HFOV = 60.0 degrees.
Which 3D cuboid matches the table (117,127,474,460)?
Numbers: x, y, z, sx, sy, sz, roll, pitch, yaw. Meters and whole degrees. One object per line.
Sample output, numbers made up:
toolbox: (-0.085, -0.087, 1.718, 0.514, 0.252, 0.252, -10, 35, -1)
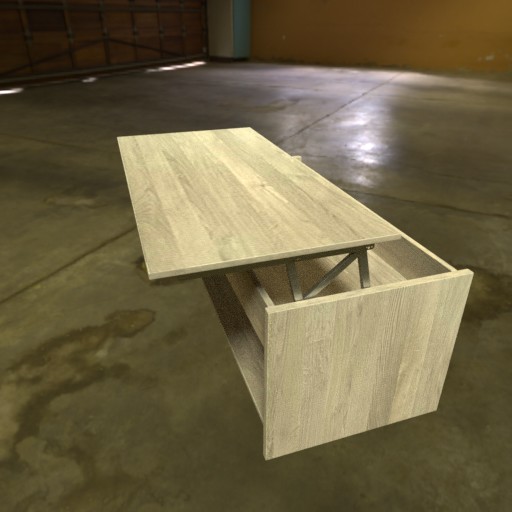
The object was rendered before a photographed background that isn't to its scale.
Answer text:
table: (0.000, 0.000, 1.396, 0.712, 0.570, 1.000, -9, 30, -16)
